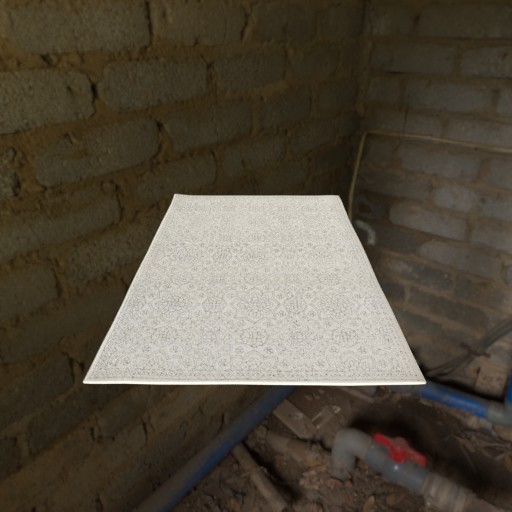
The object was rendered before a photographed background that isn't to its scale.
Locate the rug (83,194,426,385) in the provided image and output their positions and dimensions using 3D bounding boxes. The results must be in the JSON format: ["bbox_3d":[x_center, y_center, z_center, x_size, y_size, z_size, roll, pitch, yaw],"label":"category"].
[{"bbox_3d":[0.000,0.000,2.418,1.214,0.023,1.947,0,27,0],"label":"rug"}]
